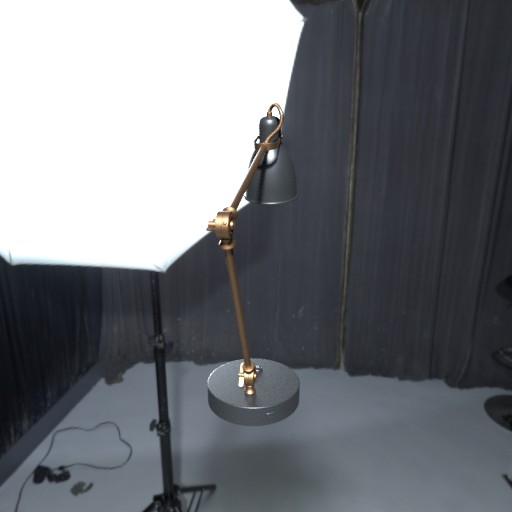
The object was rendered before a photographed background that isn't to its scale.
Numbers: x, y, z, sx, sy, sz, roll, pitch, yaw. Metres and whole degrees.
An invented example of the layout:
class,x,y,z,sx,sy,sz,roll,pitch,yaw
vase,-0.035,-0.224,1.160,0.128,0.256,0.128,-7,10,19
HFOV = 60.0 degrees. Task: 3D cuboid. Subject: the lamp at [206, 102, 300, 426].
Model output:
class,x,y,z,sx,sy,sz,roll,pitch,yaw
lamp,0.000,0.000,0.861,0.187,0.587,0.561,2,15,9
